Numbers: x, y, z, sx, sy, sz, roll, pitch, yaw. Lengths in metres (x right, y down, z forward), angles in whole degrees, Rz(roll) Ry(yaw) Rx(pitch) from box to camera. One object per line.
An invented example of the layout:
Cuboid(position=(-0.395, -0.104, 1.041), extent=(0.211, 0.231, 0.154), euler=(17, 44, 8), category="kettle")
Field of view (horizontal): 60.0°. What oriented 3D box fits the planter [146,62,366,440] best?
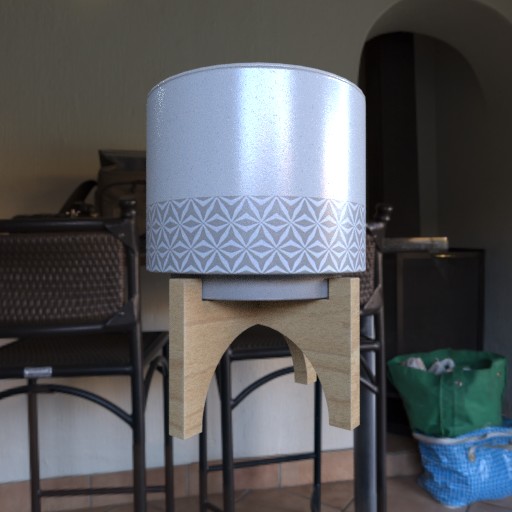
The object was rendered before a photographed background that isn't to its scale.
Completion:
Cuboid(position=(0.000, 0.000, 0.517), extent=(0.249, 0.343, 0.249), euler=(0, 0, 0), category="planter")
